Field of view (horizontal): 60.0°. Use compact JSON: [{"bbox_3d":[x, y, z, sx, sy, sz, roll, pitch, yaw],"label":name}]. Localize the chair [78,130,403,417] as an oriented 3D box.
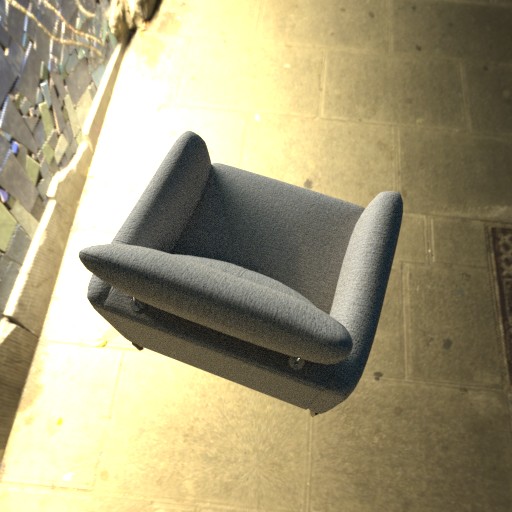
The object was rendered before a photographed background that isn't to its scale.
[{"bbox_3d":[0.000,0.000,1.670,0.972,0.967,0.835,19,66,9],"label":"chair"}]
